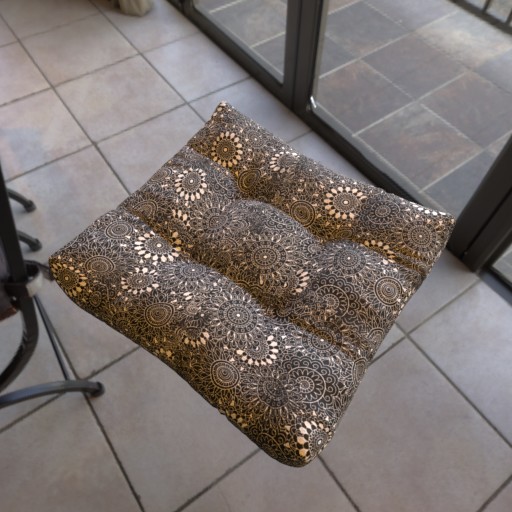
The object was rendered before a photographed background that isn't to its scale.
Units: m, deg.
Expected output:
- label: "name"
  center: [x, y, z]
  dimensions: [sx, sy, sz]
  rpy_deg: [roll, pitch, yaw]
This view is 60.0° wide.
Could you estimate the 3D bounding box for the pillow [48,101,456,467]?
- label: "pillow"
  center: [0.000, 0.000, 0.728]
  dimensions: [0.490, 0.128, 0.468]
  rpy_deg: [32, 63, 18]
